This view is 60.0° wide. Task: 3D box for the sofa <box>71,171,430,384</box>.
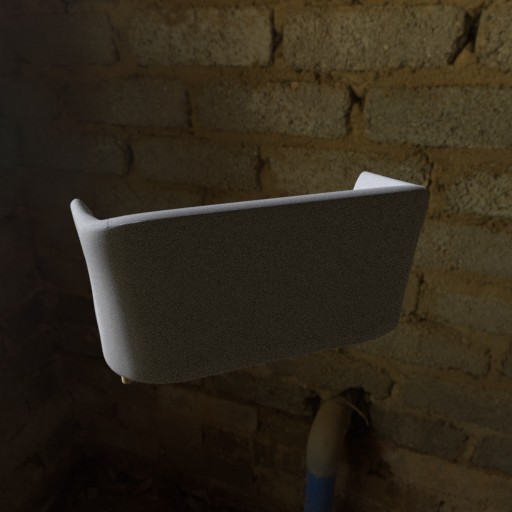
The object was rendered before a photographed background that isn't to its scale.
[{"bbox_3d":[0.000,0.000,1.911,1.452,0.721,0.705,-8,27,-16],"label":"sofa"}]
